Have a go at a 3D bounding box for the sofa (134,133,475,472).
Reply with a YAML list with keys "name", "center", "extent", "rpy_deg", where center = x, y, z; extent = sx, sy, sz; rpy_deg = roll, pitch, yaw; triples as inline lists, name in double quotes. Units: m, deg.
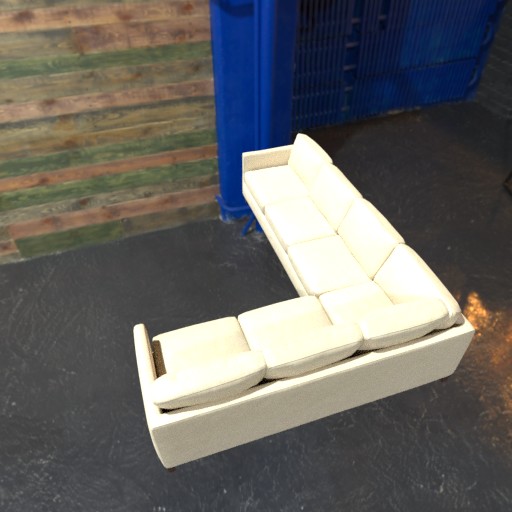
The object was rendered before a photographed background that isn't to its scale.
- name: "sofa"
  center: [0.000, 0.000, 4.466]
  extent: [2.593, 0.947, 3.302]
  rpy_deg: [-13, 44, -14]
